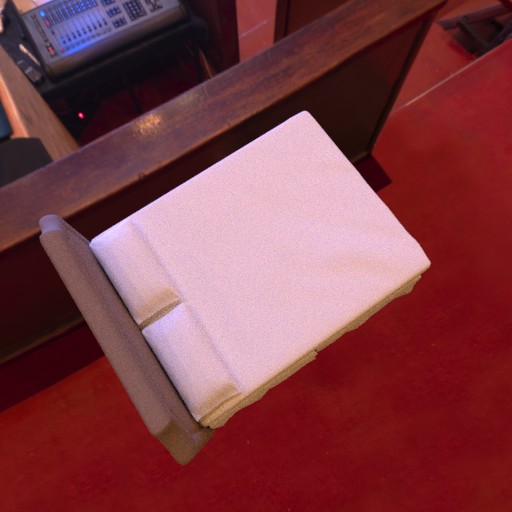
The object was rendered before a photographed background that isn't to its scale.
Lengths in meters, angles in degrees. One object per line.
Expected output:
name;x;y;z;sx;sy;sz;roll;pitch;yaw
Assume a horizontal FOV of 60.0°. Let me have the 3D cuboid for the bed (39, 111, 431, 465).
bed;0.000;0.000;3.112;2.116;1.290;1.693;-33;77;-9
